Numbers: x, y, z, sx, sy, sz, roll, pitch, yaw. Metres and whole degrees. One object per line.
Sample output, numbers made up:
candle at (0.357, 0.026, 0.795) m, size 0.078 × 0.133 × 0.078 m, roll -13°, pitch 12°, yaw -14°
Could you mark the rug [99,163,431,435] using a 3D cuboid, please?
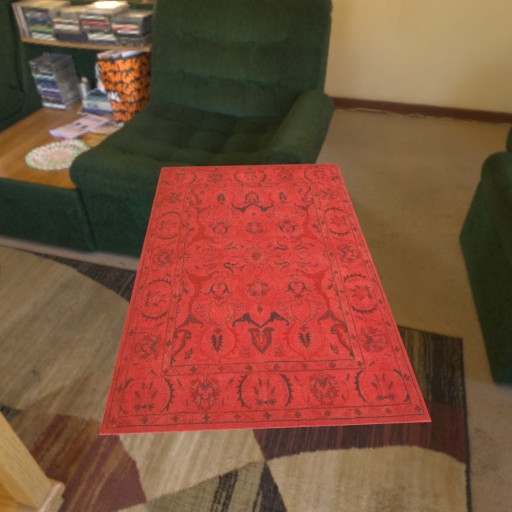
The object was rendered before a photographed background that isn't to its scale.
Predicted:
rug at (0.000, 0.000, 2.956) m, size 1.534 × 0.010 × 2.423 m, roll -2°, pitch 41°, yaw -2°
